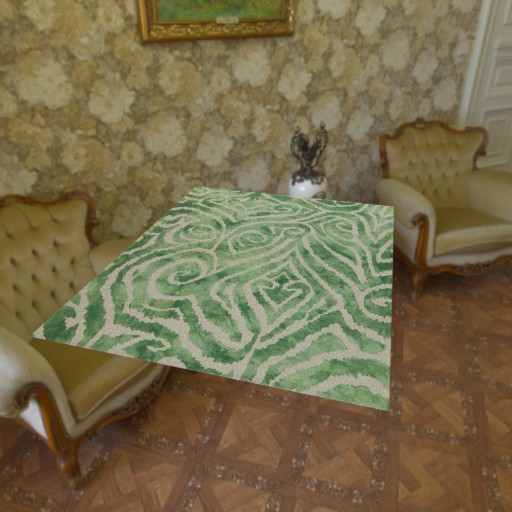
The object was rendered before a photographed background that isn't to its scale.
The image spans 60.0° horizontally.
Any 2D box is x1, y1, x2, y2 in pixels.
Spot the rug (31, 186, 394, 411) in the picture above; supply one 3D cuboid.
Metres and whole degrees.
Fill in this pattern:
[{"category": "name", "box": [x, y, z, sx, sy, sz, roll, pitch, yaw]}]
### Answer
[{"category": "rug", "box": [0.000, 0.000, 4.099, 2.436, 0.007, 3.045, 8, 31, 14]}]
